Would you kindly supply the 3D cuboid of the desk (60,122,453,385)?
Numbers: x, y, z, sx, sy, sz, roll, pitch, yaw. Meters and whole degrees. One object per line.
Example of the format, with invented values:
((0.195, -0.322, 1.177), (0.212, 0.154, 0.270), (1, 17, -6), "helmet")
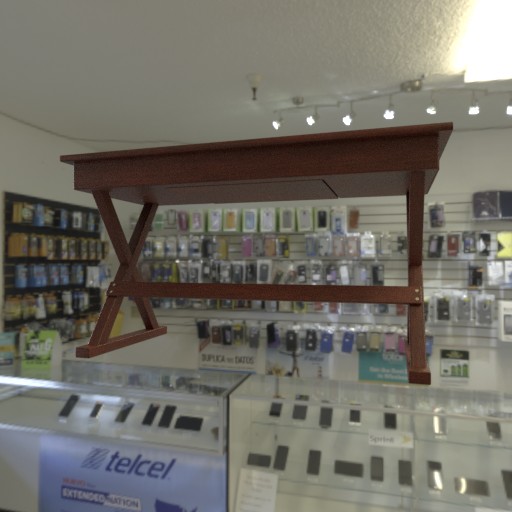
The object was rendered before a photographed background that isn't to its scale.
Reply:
((0.000, 0.000, 1.756), (1.372, 0.761, 0.600), (0, -1, 17), "desk")
